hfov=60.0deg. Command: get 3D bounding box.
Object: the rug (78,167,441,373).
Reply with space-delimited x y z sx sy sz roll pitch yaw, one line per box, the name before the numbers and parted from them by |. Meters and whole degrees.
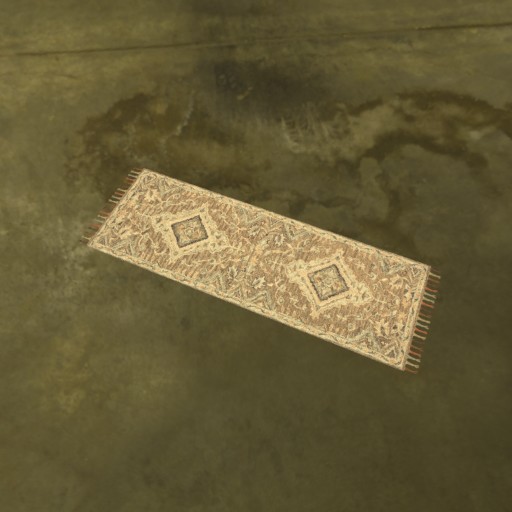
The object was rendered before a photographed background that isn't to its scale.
rug | 0.000 0.000 2.889 2.378 0.018 1.324 35 65 19
